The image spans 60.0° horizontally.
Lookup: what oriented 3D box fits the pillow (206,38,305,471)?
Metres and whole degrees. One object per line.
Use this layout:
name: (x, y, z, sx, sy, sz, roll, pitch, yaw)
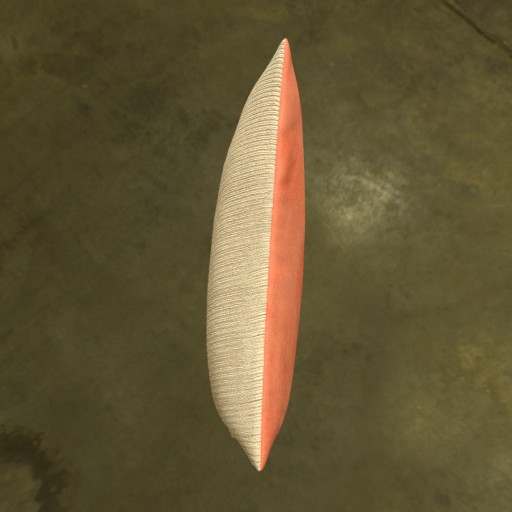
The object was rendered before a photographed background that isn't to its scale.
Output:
pillow: (0.000, 0.000, 0.741, 0.155, 0.307, 0.608, 4, 75, 1)
